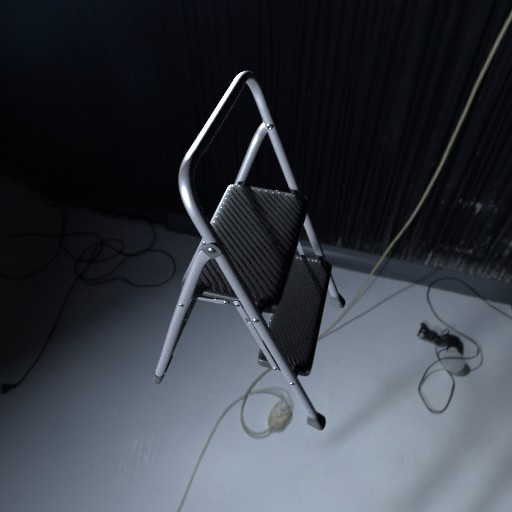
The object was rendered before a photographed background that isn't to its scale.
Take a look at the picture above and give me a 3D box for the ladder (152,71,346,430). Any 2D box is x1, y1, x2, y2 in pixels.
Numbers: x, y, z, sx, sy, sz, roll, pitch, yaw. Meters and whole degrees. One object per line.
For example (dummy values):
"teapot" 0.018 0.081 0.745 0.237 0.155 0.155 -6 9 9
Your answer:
"ladder" 0.000 0.000 1.030 0.472 0.720 0.430 11 48 10
